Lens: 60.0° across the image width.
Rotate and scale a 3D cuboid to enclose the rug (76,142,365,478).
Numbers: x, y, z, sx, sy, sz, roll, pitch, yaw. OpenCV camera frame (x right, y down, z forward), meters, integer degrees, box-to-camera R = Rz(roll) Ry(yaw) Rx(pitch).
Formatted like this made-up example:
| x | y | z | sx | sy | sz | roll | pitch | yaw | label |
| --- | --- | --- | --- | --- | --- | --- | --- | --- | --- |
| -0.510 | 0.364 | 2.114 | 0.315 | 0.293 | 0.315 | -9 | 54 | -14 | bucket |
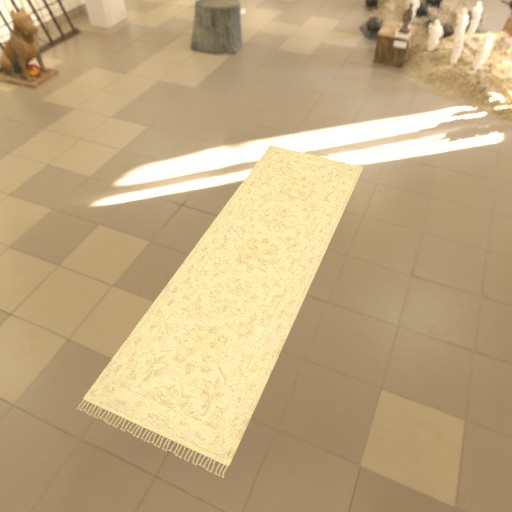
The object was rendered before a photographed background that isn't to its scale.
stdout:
| x | y | z | sx | sy | sz | roll | pitch | yaw | label |
| --- | --- | --- | --- | --- | --- | --- | --- | --- | --- |
| 0.000 | 0.000 | 2.829 | 0.795 | 0.015 | 2.544 | 17 | 49 | 16 | rug |
